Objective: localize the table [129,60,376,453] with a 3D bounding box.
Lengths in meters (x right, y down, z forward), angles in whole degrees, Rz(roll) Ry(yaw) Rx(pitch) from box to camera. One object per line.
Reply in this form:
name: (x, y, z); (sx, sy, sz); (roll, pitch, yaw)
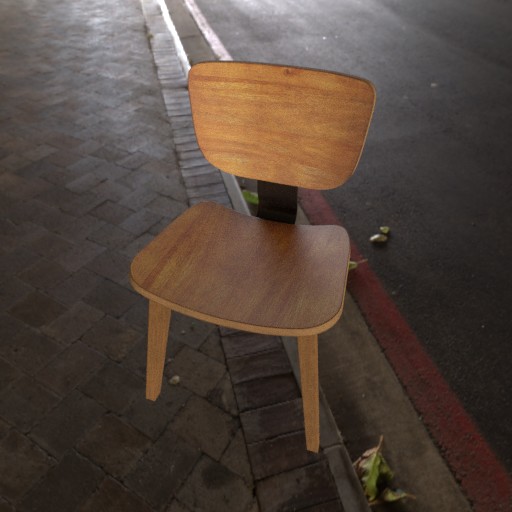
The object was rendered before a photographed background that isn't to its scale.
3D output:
table: (0.000, 0.000, 1.113); (0.499, 0.805, 0.500); (12, 42, 14)
